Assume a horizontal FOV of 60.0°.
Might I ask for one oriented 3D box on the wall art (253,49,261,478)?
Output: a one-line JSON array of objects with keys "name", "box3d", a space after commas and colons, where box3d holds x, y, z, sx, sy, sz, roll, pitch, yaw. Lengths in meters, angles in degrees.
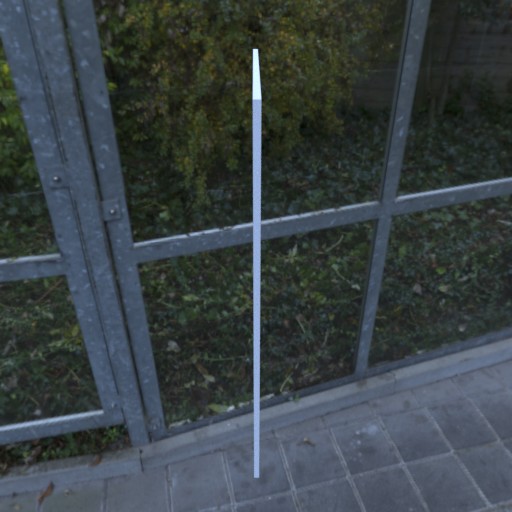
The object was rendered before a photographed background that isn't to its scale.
[{"name": "wall art", "box3d": [0.000, 0.000, 1.185, 0.013, 0.940, 0.659, 0, 31, 0]}]
